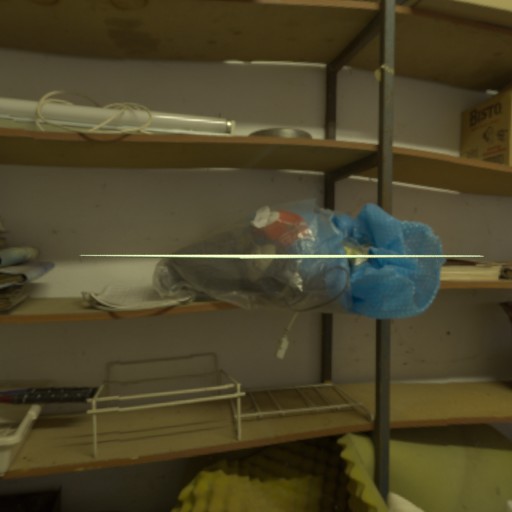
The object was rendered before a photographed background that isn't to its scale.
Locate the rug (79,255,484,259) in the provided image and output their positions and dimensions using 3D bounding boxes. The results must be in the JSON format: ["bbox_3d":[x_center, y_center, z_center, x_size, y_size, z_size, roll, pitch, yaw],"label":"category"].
[{"bbox_3d":[0.000,0.000,4.073,2.363,0.012,2.980,0,0,-36],"label":"rug"}]
